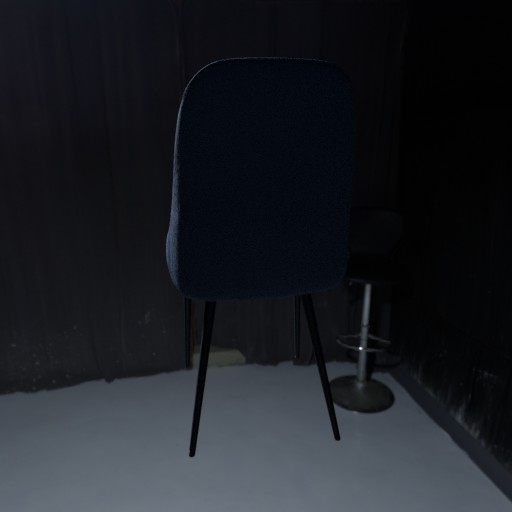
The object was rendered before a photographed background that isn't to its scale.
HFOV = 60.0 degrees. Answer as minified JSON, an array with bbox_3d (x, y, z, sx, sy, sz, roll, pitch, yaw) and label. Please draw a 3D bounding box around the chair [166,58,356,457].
[{"bbox_3d":[0.000,0.000,1.186,0.478,0.896,0.559,-3,16,-9],"label":"chair"}]
